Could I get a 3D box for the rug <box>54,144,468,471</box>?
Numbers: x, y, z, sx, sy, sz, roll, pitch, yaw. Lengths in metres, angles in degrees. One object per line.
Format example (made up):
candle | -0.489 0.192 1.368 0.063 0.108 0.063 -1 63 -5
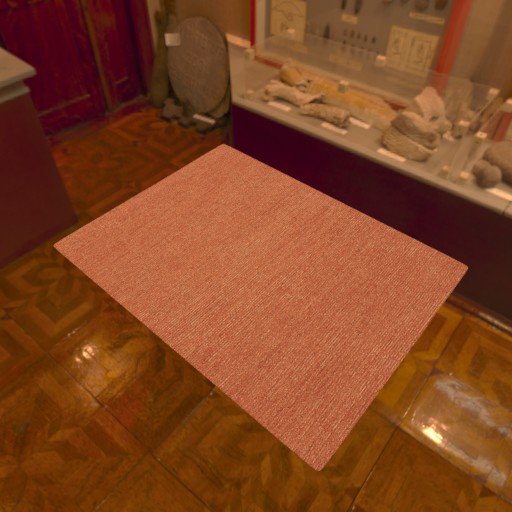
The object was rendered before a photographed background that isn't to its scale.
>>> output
rug | 0.000 0.000 2.799 2.112 0.009 1.594 32 54 27
